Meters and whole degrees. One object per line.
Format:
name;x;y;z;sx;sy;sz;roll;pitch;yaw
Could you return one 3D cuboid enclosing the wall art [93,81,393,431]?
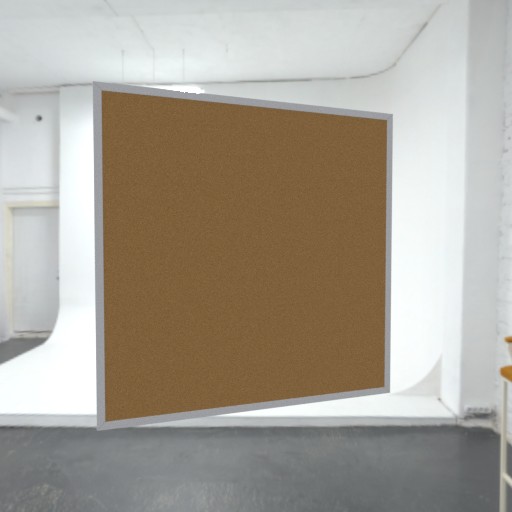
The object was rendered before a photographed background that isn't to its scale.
wall art;0.000;0.000;0.745;0.509;0.509;0.040;-1;2;-19
